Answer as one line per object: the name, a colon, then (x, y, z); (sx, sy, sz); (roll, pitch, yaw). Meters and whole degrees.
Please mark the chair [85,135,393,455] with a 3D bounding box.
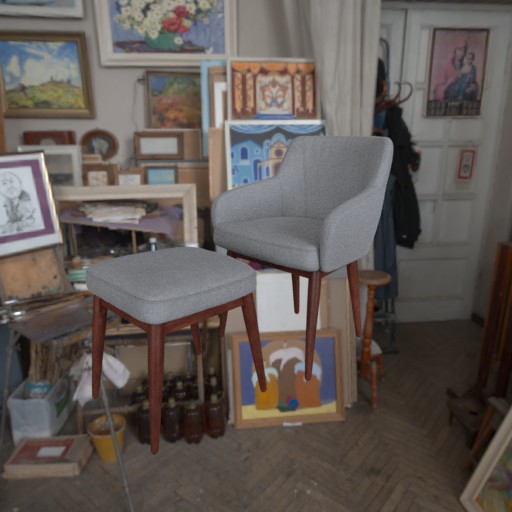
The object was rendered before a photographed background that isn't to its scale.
chair: (0.000, 0.000, 1.547); (1.107, 0.799, 0.584); (-15, 22, -42)
